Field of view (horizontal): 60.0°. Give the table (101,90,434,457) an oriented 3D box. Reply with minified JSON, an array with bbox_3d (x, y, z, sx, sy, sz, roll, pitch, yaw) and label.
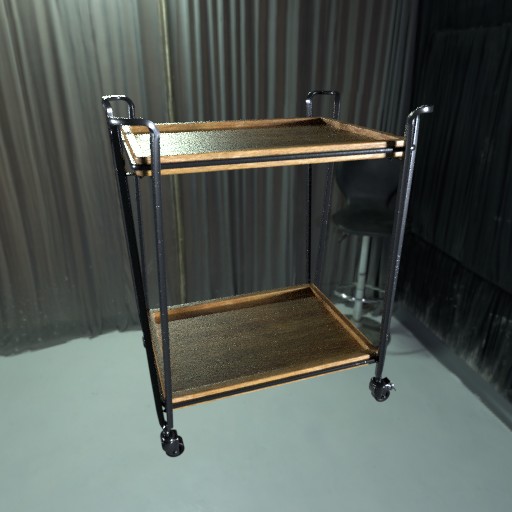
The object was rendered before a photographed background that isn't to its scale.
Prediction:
[{"bbox_3d":[0.000,0.000,1.180,0.672,0.785,0.505,-8,25,-17],"label":"table"}]
